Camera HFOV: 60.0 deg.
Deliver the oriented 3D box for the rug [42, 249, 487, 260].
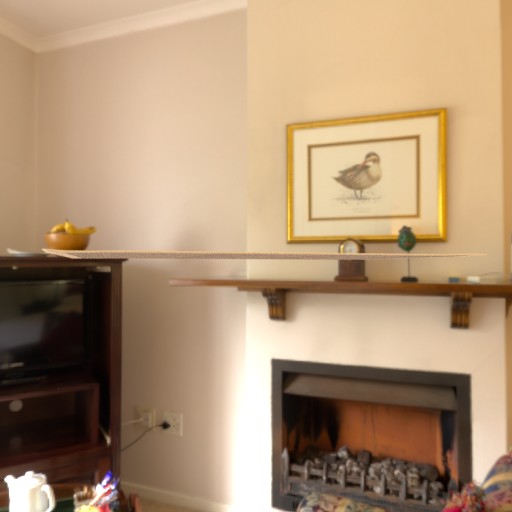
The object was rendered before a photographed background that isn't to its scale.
[{"bbox_3d":[0.000,0.000,2.989,2.434,0.023,1.518,0,-2,-18],"label":"rug"}]
